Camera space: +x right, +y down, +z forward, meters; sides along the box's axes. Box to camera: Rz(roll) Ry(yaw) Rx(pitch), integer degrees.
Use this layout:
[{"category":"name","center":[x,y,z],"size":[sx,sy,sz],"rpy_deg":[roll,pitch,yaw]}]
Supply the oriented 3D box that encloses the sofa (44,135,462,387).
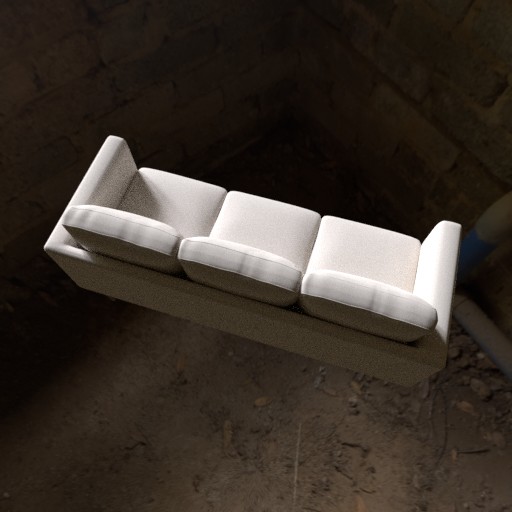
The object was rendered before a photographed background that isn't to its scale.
[{"category":"sofa","center":[0.000,0.000,2.492],"size":[2.029,0.912,0.802],"rpy_deg":[16,65,7]}]
